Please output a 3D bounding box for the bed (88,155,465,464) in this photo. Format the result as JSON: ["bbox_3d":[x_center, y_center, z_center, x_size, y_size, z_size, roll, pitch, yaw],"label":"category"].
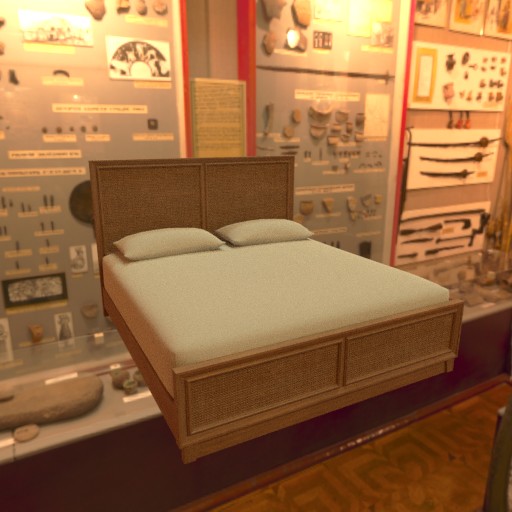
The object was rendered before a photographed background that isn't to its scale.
[{"bbox_3d":[0.000,0.000,3.397,2.003,1.387,2.184,-8,17,-27],"label":"bed"}]
